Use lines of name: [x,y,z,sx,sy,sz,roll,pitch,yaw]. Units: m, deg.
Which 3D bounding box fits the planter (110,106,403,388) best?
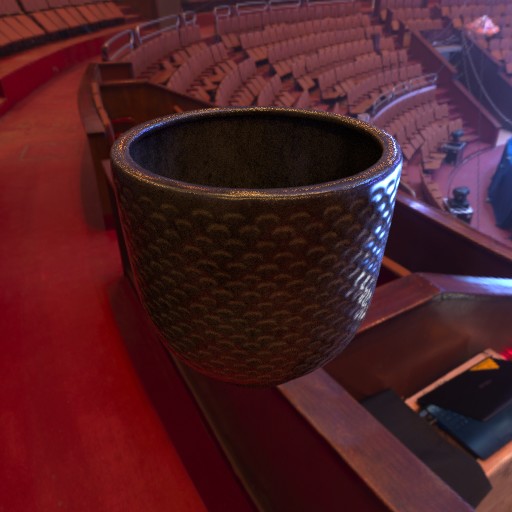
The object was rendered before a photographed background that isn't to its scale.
planter: [0.000,0.000,0.355,0.197,0.191,0.197,0,32,0]
